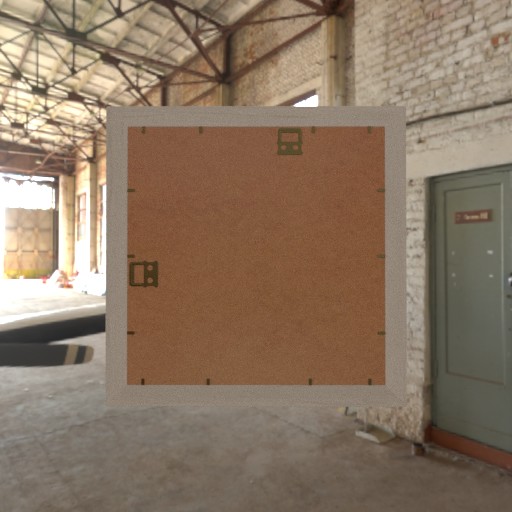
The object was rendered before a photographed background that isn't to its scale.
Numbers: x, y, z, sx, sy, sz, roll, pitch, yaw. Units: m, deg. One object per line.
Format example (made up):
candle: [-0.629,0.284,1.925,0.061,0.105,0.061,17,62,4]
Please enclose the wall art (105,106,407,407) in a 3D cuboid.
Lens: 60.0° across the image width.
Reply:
wall art: [0.000,0.000,0.867,0.584,0.584,0.013,0,-1,0]
